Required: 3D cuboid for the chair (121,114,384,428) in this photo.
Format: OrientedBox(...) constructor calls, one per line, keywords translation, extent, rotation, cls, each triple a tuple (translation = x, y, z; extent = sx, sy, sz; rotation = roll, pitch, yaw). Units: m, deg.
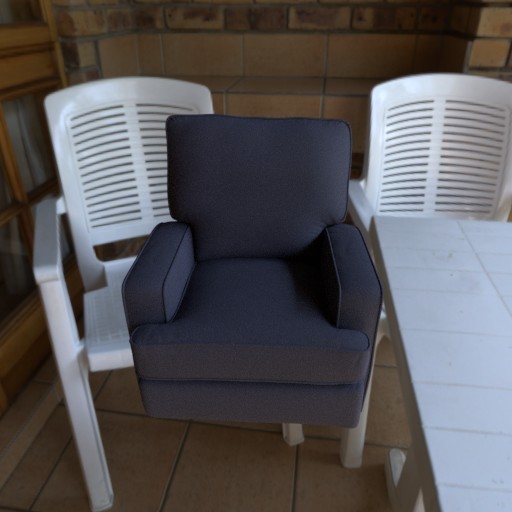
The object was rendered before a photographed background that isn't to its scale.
OrientedBox(translation=(0.000, 0.000, 1.737), extent=(0.861, 0.962, 0.964), rotation=(1, 30, 2), cls="chair")
